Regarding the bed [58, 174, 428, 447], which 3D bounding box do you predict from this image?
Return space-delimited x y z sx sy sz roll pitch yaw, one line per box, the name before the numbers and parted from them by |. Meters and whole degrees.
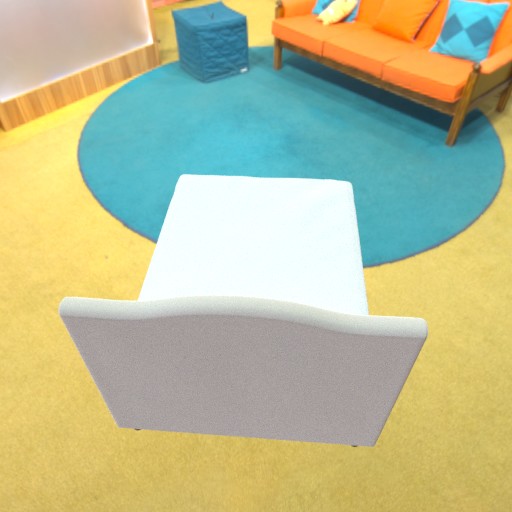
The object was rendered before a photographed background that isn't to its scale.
bed | 0.000 0.000 3.249 1.753 1.460 2.143 3 46 3
